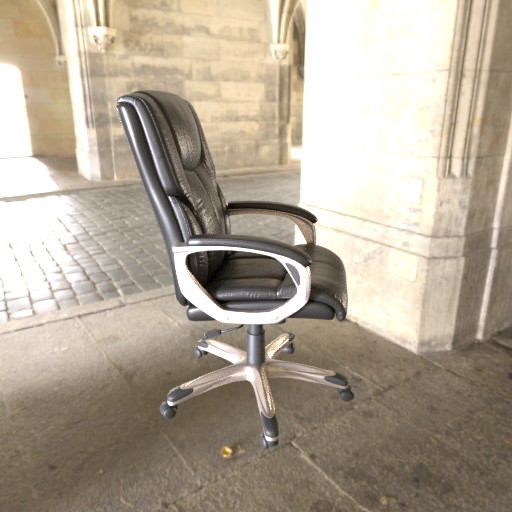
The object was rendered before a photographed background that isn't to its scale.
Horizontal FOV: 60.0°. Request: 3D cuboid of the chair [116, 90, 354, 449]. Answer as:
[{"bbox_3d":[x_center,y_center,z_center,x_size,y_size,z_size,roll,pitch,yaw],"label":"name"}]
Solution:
[{"bbox_3d":[0.000,0.000,1.633,0.780,1.145,0.700,3,18,9],"label":"chair"}]
